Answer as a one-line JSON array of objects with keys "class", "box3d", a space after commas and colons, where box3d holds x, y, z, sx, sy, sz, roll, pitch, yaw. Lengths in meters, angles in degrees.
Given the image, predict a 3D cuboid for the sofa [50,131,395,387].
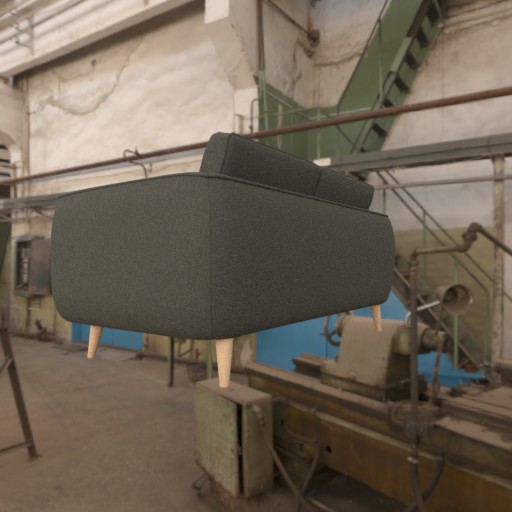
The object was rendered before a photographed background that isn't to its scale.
[{"class": "sofa", "box3d": [0.000, 0.000, 2.210, 0.920, 0.850, 1.700, 0, -1, 36]}]
